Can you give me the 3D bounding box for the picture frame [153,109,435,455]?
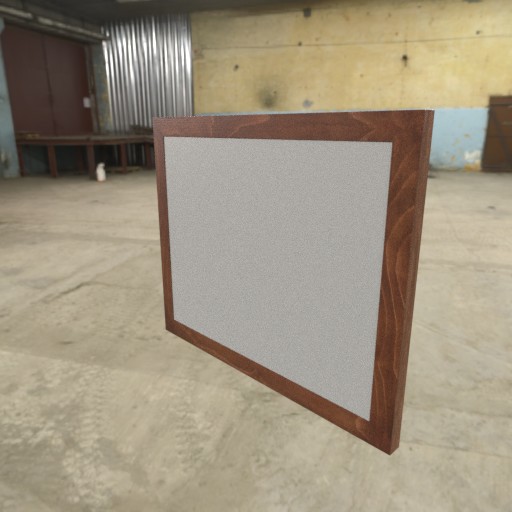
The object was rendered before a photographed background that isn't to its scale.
[{"bbox_3d":[0.000,0.000,0.753,0.025,0.457,0.559,-15,22,-42],"label":"picture frame"}]
